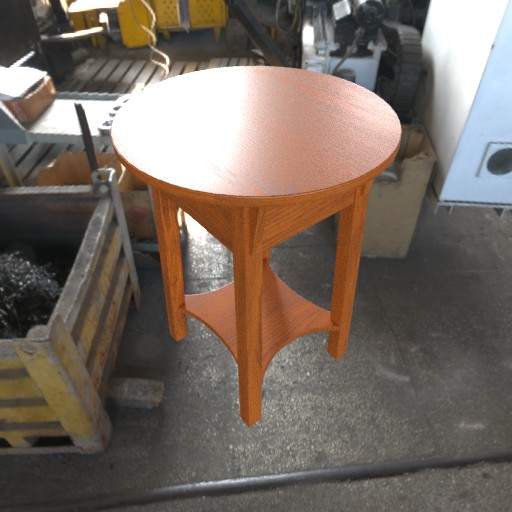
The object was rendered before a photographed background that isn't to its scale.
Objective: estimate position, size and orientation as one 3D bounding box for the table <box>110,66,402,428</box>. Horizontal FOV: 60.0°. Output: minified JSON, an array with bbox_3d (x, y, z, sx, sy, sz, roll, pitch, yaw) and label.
[{"bbox_3d":[0.000,0.000,0.919,0.457,0.610,0.457,0,42,0],"label":"table"}]
